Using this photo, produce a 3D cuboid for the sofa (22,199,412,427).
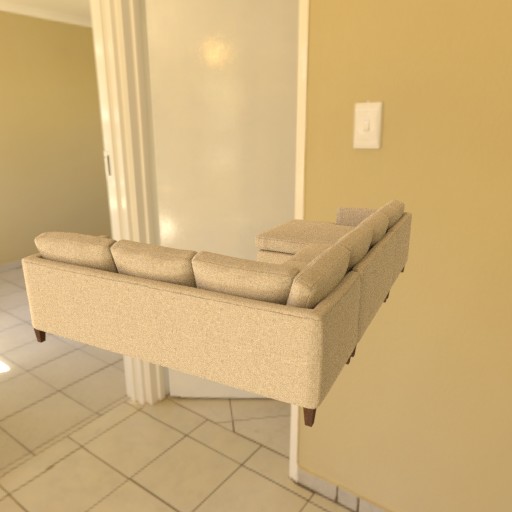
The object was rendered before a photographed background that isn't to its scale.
[{"bbox_3d":[0.000,0.000,4.564,2.593,0.959,3.460,8,18,26],"label":"sofa"}]
